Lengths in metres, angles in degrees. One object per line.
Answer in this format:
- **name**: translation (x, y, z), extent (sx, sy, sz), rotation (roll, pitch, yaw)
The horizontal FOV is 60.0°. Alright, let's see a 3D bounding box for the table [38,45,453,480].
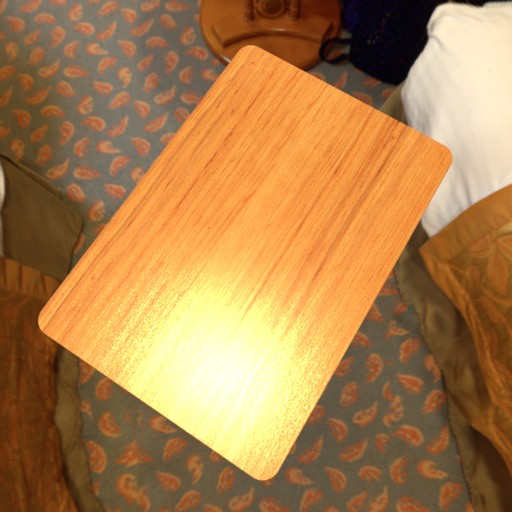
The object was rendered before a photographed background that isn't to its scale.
- **table**: translation (0.000, 0.000, 1.379), extent (0.696, 0.445, 0.997), rotation (31, 77, 8)
